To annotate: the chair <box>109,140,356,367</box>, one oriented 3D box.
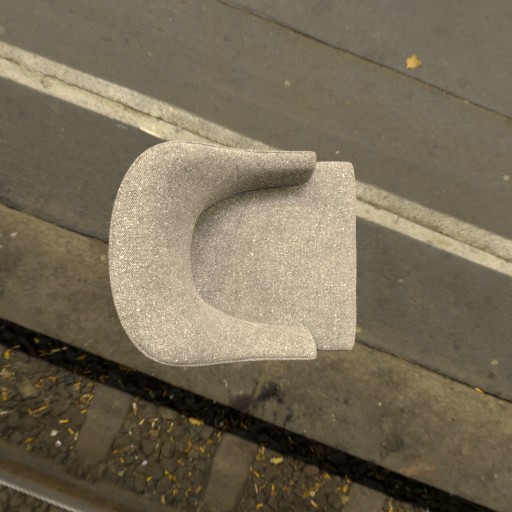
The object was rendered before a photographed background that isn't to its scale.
[{"bbox_3d":[0.000,0.000,1.349,0.629,0.875,0.608,0,89,0],"label":"chair"}]
